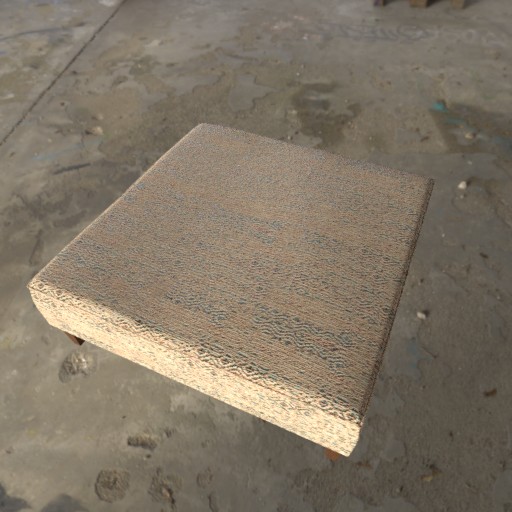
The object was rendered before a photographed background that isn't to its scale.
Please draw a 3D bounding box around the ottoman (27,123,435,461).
[{"bbox_3d":[0.000,0.000,1.509,0.968,0.356,1.004,18,49,17],"label":"ottoman"}]
